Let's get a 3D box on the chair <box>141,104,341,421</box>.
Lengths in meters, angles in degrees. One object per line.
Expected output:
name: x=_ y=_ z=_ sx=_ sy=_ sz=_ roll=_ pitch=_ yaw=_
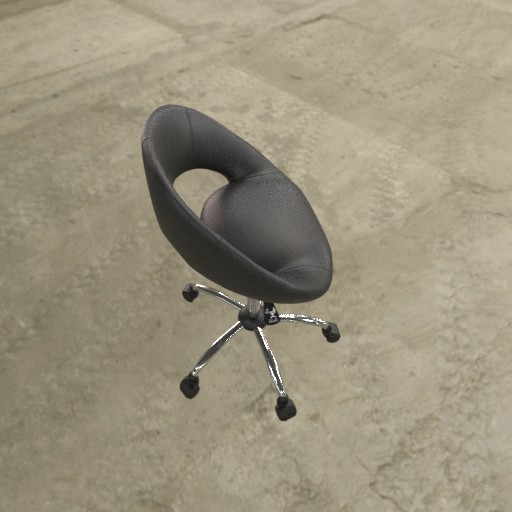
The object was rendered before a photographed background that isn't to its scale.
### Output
chair: x=0.000 y=0.000 z=1.192 sx=0.538 sy=0.791 sz=0.612 roll=-10 pitch=48 yaw=-9
